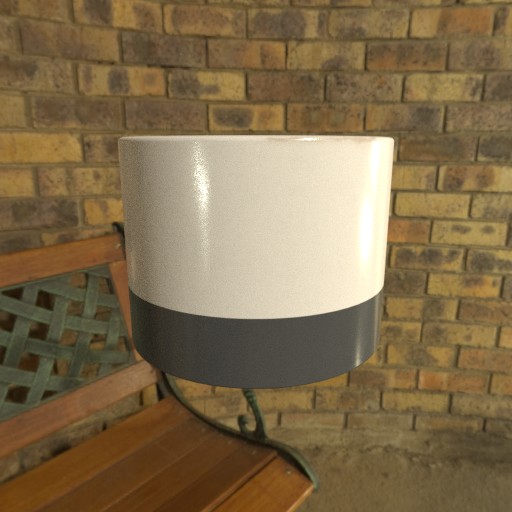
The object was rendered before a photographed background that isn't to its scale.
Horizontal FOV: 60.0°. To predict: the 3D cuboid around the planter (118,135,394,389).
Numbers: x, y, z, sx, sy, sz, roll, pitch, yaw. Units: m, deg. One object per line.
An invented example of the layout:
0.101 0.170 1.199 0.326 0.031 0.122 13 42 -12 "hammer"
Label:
0.000 0.000 0.344 0.193 0.177 0.193 0 14 0 "planter"
